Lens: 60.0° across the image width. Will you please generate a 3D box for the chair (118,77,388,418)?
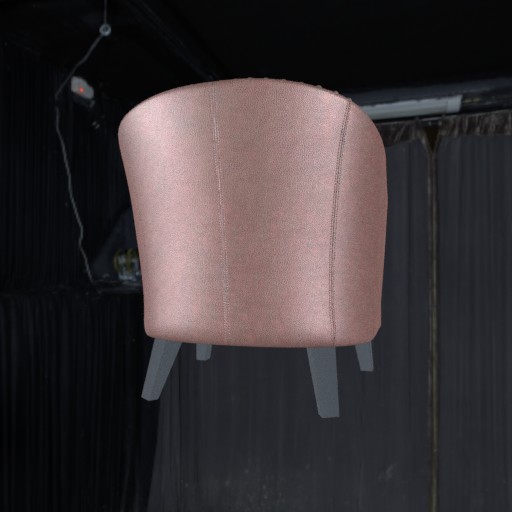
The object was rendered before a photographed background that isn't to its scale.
[{"bbox_3d":[0.000,0.000,1.395,0.794,0.823,0.748,0,-2,17],"label":"chair"}]
